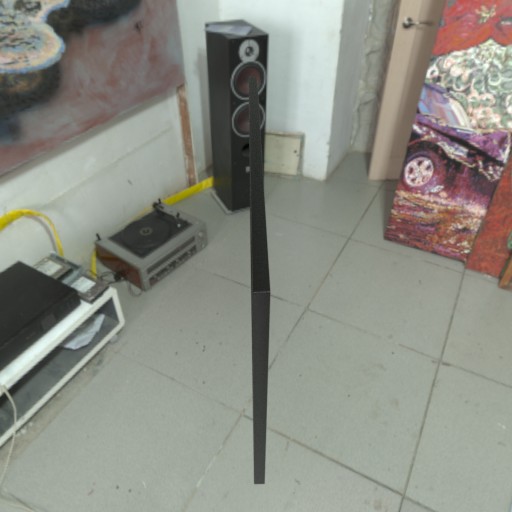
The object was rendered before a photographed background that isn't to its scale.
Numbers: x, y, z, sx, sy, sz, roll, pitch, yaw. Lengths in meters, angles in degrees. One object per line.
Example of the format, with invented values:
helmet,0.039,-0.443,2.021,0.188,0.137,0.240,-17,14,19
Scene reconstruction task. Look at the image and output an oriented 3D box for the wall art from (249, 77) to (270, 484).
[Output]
wall art,0.000,0.000,0.572,0.013,0.306,0.440,-1,40,-1
